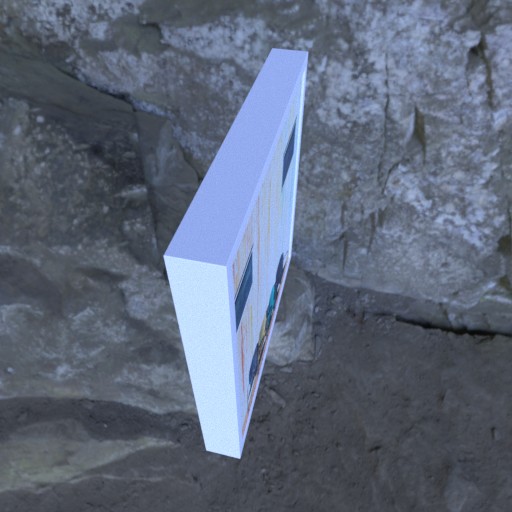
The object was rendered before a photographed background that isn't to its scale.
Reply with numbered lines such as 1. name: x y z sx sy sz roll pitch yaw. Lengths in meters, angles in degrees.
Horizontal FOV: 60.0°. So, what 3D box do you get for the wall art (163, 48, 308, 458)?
1. wall art: 0.000 0.000 0.465 0.038 0.305 0.305 10 47 9
